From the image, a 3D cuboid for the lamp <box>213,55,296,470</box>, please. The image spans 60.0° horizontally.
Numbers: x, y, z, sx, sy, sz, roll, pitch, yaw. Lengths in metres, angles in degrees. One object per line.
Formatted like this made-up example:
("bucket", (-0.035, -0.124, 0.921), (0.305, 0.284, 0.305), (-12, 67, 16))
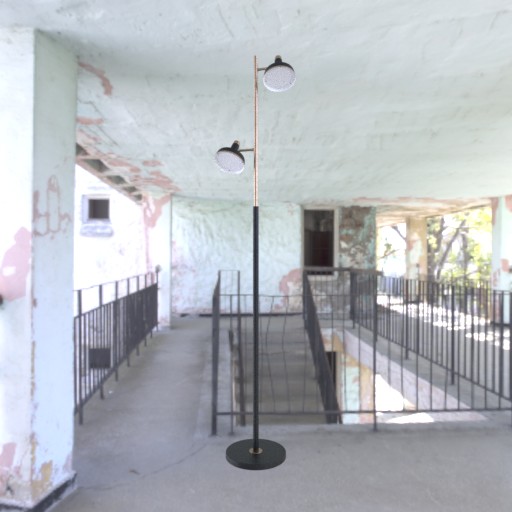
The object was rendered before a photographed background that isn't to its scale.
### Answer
("lamp", (0.000, 0.000, 1.856), (0.351, 1.674, 0.253), (0, 0, 17))
